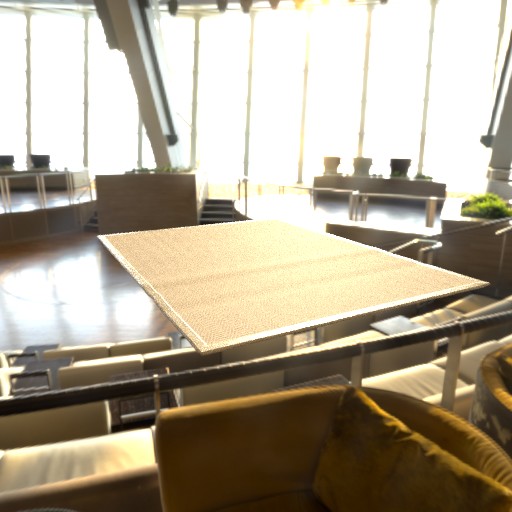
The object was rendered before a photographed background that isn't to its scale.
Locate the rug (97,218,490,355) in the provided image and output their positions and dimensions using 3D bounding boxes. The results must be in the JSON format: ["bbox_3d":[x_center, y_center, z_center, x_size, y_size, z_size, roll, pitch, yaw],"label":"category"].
[{"bbox_3d":[0.000,0.000,4.836,2.734,0.037,3.659,-8,17,-27],"label":"rug"}]
